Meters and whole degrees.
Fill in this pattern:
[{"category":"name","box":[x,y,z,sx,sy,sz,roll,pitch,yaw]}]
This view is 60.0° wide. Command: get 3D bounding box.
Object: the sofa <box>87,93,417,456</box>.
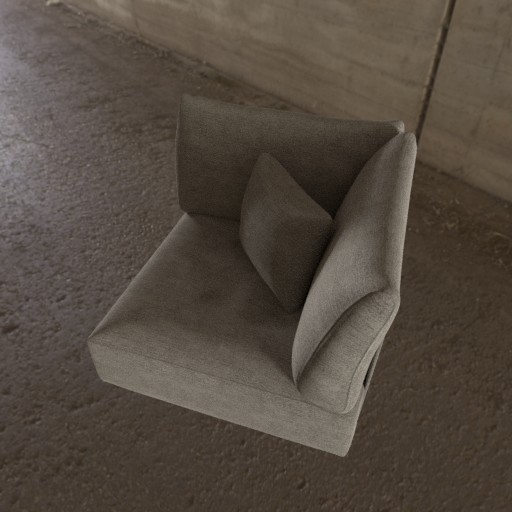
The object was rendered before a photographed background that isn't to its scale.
[{"category":"sofa","box":[0.000,0.000,1.704,1.000,0.820,1.000,12,42,14]}]
